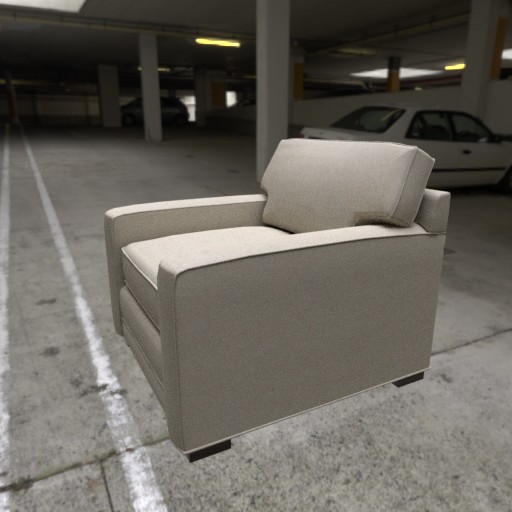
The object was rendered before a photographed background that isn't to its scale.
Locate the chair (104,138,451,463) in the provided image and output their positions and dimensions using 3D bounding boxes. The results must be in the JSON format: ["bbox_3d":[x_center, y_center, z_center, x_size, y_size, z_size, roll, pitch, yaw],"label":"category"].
[{"bbox_3d":[0.000,0.000,1.820,1.043,0.913,0.998,-8,18,-27],"label":"chair"}]
